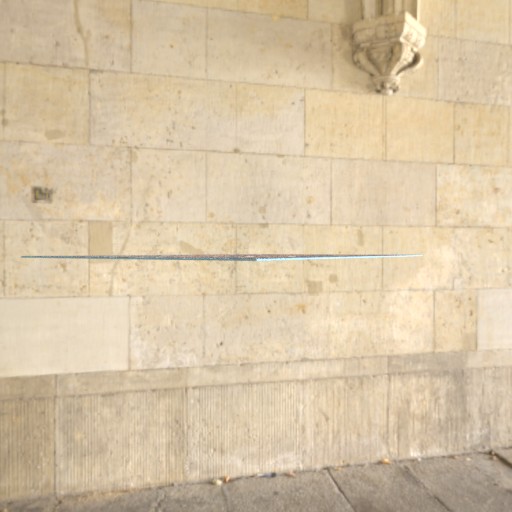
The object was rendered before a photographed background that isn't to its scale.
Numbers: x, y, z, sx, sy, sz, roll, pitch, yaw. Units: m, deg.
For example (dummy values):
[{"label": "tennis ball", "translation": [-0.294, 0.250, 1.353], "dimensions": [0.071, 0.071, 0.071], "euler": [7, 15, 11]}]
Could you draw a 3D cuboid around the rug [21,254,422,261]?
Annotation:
[{"label": "rug", "translation": [0.000, 0.000, 3.009], "dimensions": [1.622, 0.009, 2.373], "euler": [0, 1, 34]}]
